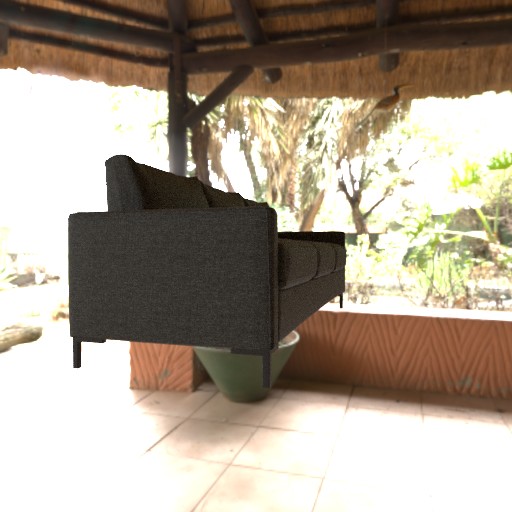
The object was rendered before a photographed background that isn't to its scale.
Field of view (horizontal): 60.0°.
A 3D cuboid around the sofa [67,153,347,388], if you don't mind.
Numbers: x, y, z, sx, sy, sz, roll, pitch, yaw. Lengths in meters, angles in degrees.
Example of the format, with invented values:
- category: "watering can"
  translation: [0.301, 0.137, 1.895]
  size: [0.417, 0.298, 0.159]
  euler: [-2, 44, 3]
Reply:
- category: "sofa"
  translation: [0.000, 0.000, 2.680]
  size: [0.876, 0.879, 2.253]
  euler: [0, 1, 18]
